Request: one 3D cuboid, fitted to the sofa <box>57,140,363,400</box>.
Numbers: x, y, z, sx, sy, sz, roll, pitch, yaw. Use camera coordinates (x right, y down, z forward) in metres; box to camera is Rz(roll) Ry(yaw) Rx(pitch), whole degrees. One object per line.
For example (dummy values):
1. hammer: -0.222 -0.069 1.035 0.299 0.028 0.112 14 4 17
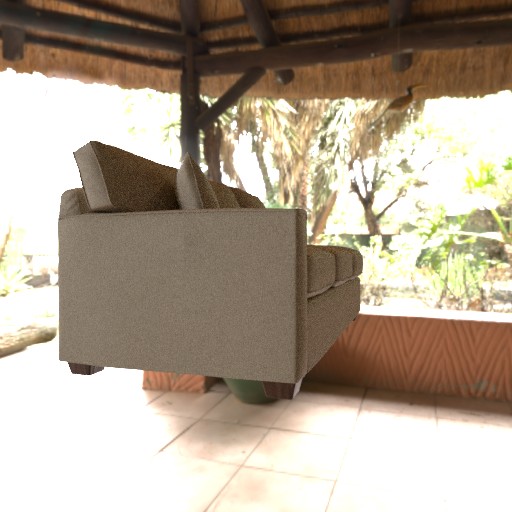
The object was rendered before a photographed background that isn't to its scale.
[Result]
1. sofa: 0.000 0.000 2.524 1.034 0.946 1.962 0 1 19
